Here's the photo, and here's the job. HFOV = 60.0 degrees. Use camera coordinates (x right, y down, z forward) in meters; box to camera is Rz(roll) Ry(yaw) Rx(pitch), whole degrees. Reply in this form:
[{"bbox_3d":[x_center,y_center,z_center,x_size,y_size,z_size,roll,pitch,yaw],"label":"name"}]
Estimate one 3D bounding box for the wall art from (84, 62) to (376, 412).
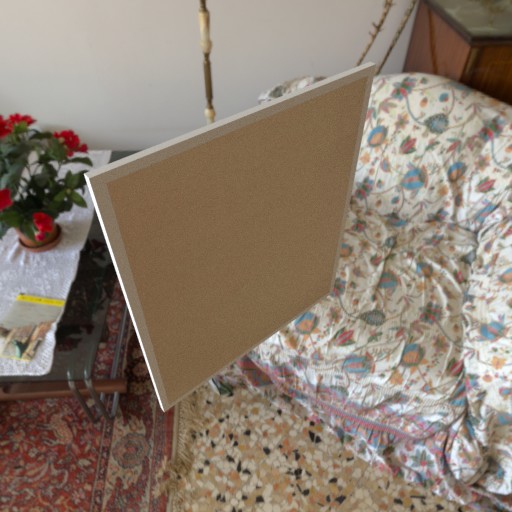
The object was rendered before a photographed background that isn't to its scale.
[{"bbox_3d":[0.000,0.000,0.789,0.482,0.557,0.012,-31,53,-27],"label":"wall art"}]
